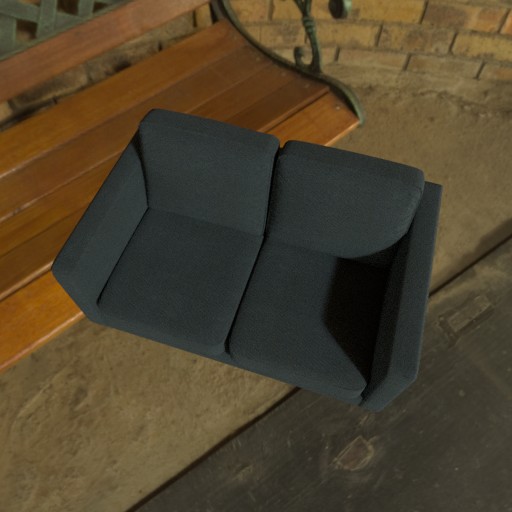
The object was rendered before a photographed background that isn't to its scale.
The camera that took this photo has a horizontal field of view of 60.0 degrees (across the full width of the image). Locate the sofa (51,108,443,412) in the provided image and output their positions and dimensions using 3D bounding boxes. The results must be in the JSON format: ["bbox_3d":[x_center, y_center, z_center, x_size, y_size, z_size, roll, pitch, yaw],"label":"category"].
[{"bbox_3d":[0.000,0.000,2.146,1.518,0.930,0.999,15,60,9],"label":"sofa"}]
